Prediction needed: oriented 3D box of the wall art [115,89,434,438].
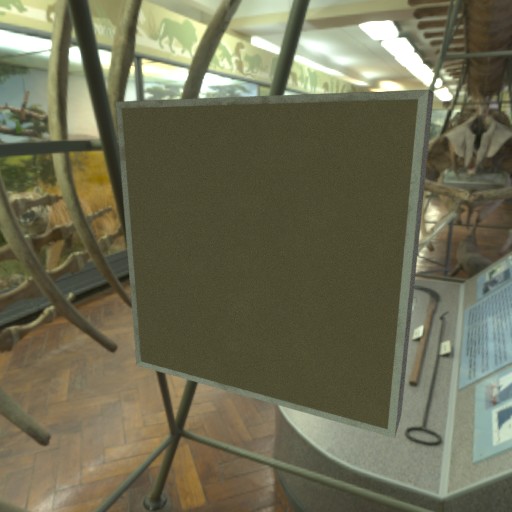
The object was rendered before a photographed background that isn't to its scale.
[{"bbox_3d":[0.000,0.000,0.451,0.305,0.303,0.038,7,17,25],"label":"wall art"}]
